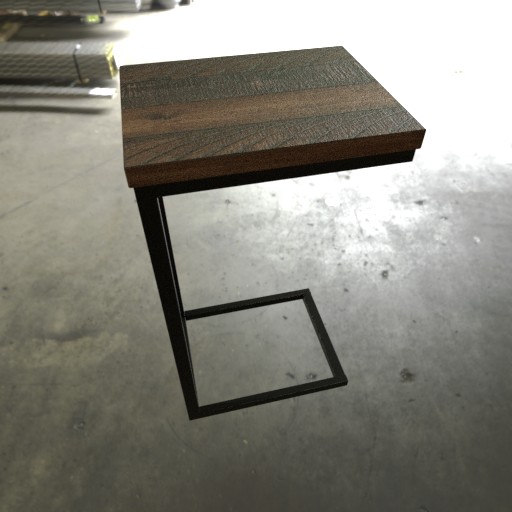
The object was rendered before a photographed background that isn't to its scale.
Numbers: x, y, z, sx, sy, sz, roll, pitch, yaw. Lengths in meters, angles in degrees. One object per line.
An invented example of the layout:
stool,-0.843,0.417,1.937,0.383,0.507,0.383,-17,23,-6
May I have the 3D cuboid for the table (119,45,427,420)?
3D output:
table,0.000,0.000,0.947,0.414,0.718,0.323,-9,46,-9
